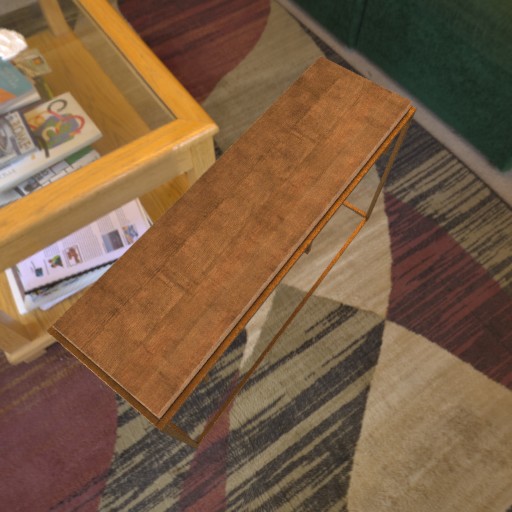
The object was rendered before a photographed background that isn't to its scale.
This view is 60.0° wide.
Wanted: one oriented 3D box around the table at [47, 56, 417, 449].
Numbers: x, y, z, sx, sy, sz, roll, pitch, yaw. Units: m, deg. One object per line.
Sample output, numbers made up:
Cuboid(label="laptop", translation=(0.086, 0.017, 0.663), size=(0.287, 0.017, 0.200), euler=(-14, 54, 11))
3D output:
Cuboid(label="table", translation=(0.000, 0.000, 1.785), size=(0.440, 0.820, 1.400), euler=(34, 68, 16))
